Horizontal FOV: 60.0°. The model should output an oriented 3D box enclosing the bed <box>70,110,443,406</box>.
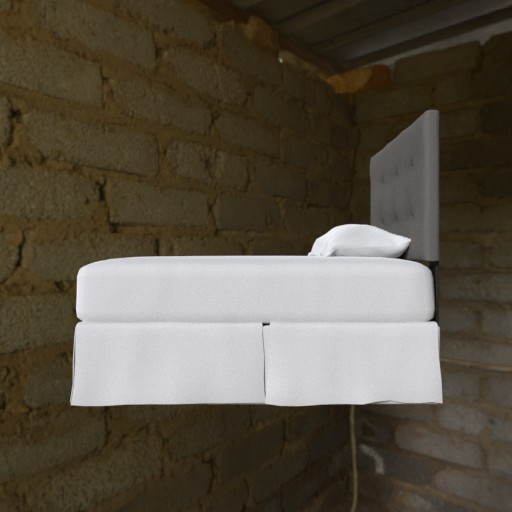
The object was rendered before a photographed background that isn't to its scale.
[{"bbox_3d":[0.000,0.000,2.922,1.997,1.571,1.261,0,0,0],"label":"bed"}]
